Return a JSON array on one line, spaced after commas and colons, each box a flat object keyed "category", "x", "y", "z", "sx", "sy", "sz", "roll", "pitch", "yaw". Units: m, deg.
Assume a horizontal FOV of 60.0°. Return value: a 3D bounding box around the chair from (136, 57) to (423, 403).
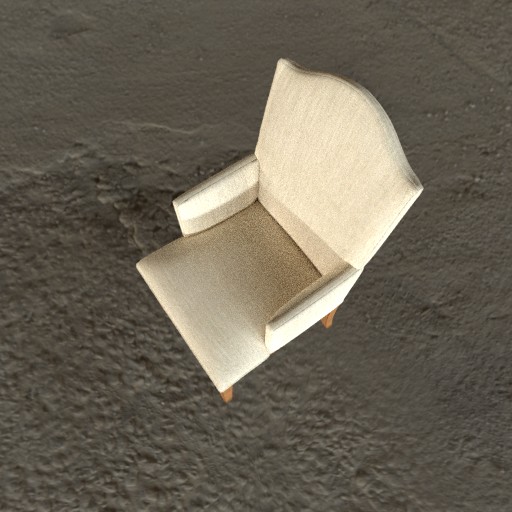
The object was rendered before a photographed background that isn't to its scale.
[{"category": "chair", "x": 0.000, "y": 0.000, "z": 1.390, "sx": 0.641, "sy": 1.016, "sz": 0.533, "roll": -33, "pitch": 69, "yaw": -15}]
